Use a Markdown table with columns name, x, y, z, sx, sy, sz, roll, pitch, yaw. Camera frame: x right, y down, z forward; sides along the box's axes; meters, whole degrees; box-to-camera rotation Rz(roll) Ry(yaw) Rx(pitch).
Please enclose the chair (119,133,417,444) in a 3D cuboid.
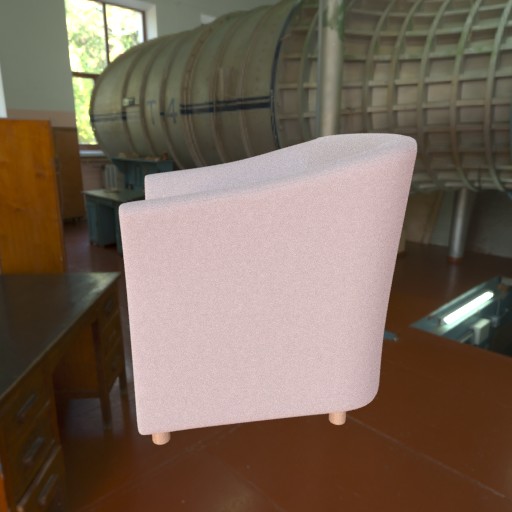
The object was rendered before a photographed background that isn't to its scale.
| name | x | y | z | sx | sy | sz | roll | pitch | yaw |
| --- | --- | --- | --- | --- | --- | --- | --- | --- | --- |
| chair | 0.000 | 0.000 | 1.350 | 0.700 | 0.720 | 0.790 | -3 | 15 | -9 |
